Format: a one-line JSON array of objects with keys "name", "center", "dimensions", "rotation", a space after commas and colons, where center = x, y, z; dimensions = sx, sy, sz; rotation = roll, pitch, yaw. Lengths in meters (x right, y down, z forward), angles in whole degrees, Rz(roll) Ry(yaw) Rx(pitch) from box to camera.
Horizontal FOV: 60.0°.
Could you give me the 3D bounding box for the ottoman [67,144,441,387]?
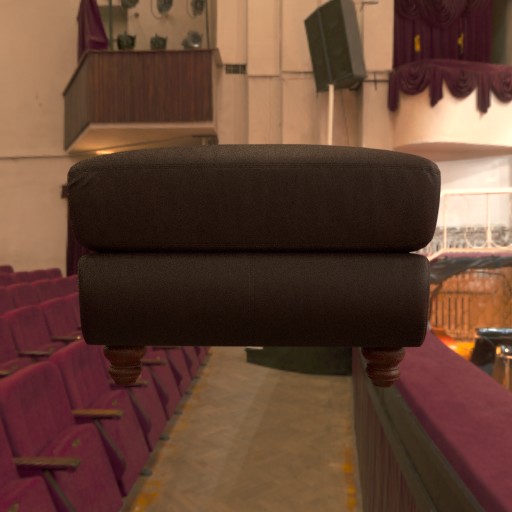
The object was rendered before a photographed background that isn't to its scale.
[{"name": "ottoman", "center": [0.000, 0.000, 1.241], "dimensions": [0.806, 0.569, 0.670], "rotation": [0, 1, 2]}]
